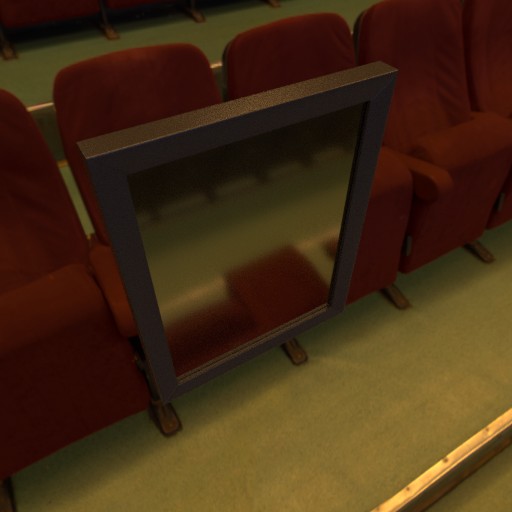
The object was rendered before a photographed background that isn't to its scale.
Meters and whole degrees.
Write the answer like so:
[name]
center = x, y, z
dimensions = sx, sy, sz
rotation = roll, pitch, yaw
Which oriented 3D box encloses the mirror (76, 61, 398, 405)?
[mirror]
center = 0.000, 0.000, 0.691
dimensions = 0.405, 0.508, 0.041
rotation = -23, 49, -21
